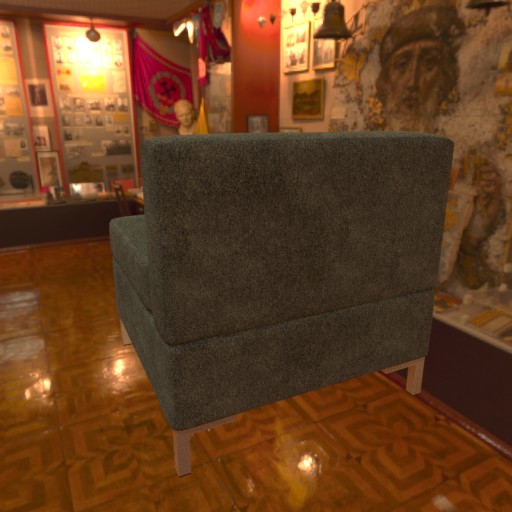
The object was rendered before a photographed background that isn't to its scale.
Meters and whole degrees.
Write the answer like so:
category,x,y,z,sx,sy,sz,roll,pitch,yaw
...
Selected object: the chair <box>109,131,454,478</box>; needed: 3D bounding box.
category,x,y,z,sx,sy,sz,roll,pitch,yaw
chair,0.000,0.000,1.202,0.680,0.660,0.680,-8,19,-25
